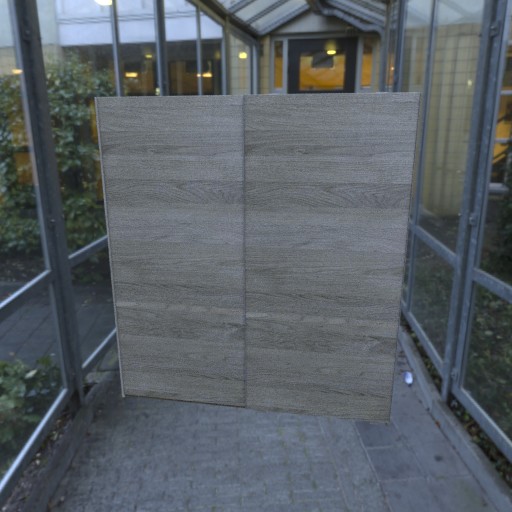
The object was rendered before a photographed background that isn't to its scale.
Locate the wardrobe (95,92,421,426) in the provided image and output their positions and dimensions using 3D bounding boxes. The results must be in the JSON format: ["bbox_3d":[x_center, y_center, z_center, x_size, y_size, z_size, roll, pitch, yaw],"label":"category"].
[{"bbox_3d":[0.000,0.000,2.910,1.780,1.960,0.629,3,16,9],"label":"wardrobe"}]
